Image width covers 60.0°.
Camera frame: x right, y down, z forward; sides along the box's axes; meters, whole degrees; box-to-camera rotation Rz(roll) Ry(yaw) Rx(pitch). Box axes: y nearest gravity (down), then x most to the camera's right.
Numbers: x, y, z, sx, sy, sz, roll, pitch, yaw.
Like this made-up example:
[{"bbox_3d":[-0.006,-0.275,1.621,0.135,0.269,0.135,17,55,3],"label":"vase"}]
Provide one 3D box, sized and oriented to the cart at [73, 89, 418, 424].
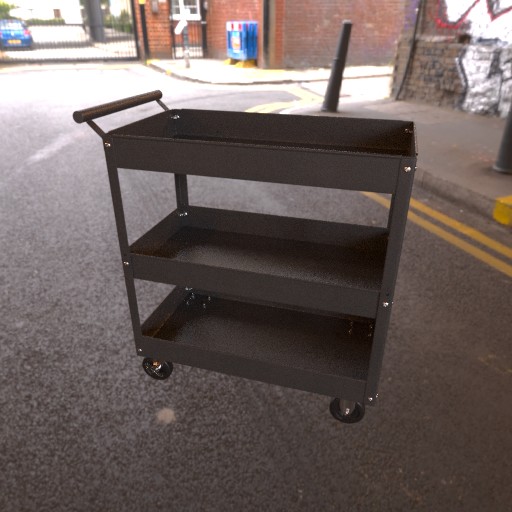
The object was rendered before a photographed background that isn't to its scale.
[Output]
[{"bbox_3d":[0.000,0.000,1.196,0.719,0.780,0.366,8,29,15],"label":"cart"}]
